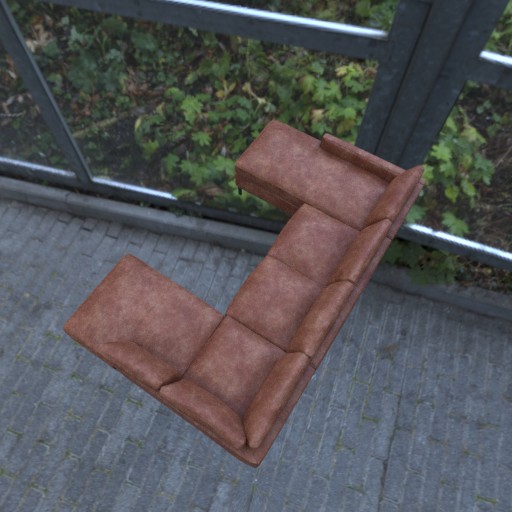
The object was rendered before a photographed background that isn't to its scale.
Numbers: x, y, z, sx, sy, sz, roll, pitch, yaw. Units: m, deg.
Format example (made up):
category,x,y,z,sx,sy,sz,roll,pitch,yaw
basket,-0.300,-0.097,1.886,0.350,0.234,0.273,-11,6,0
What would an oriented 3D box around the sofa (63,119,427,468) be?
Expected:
category,x,y,z,sx,sy,sz,roll,pitch,yaw
sofa,0.000,0.000,4.025,1.939,0.900,2.956,30,67,14
